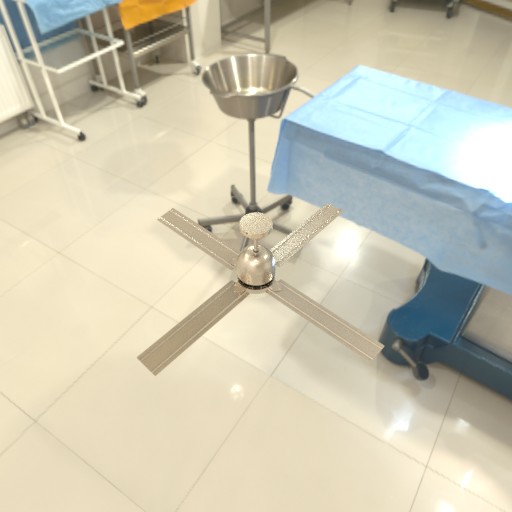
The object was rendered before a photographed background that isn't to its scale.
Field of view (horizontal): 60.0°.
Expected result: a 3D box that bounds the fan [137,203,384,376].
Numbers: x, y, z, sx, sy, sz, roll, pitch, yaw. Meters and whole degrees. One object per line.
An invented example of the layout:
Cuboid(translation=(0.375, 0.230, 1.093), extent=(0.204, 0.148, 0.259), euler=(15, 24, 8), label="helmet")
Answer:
Cuboid(translation=(0.000, 0.000, 2.051), extent=(1.346, 0.406, 1.346), euler=(31, 53, 27), label="fan")
